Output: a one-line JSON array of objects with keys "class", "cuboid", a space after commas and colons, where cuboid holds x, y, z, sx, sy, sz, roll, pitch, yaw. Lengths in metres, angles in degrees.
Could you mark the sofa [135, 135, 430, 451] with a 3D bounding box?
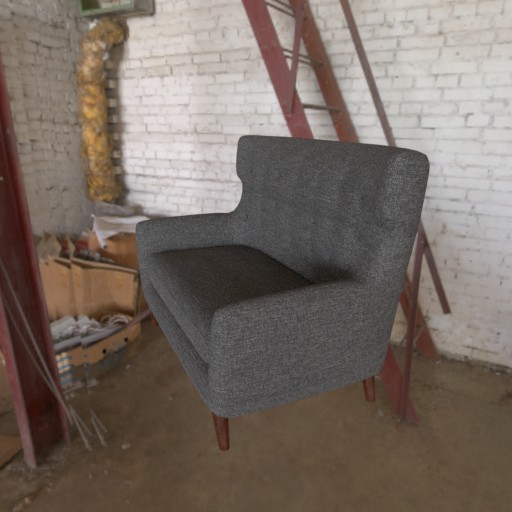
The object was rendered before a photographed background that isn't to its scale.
[{"class": "sofa", "cuboid": [0.000, 0.000, 2.056, 0.874, 1.028, 1.358, -8, 19, -24]}]
